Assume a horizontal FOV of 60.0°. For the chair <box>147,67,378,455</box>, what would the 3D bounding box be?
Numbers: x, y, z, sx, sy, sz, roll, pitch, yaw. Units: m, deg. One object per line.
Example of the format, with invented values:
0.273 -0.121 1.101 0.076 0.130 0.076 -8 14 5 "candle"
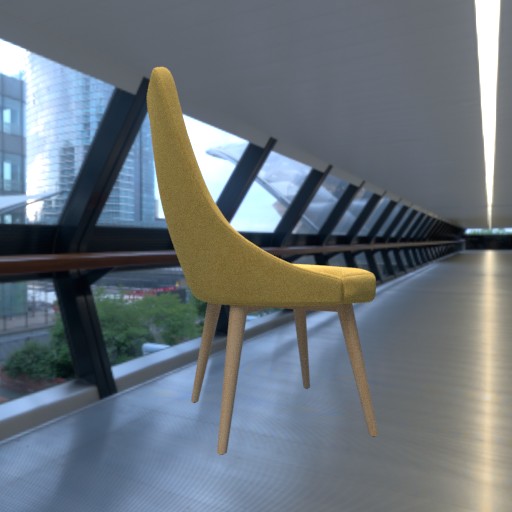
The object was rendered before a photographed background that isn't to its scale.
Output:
0.000 0.000 1.408 0.660 1.040 0.510 0 1 -18 "chair"
